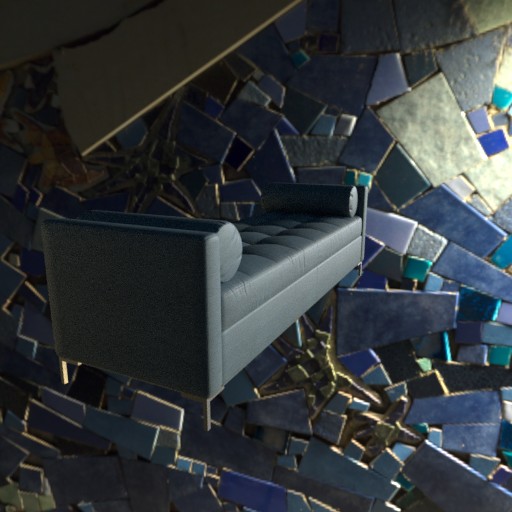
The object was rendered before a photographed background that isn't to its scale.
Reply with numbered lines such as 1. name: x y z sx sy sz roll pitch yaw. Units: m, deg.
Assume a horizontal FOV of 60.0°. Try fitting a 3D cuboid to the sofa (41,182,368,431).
1. sofa: 0.000 0.000 2.308 0.686 0.635 1.981 7 15 26
